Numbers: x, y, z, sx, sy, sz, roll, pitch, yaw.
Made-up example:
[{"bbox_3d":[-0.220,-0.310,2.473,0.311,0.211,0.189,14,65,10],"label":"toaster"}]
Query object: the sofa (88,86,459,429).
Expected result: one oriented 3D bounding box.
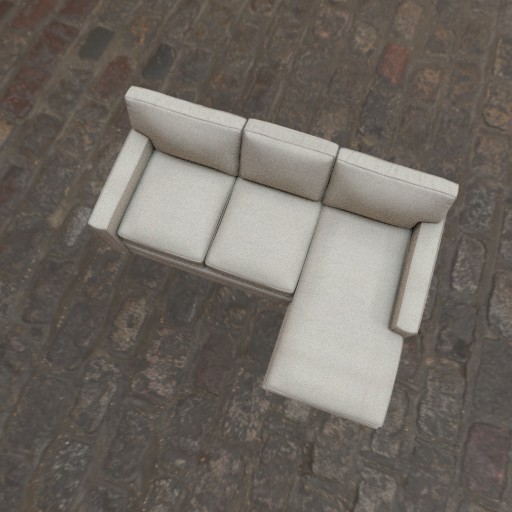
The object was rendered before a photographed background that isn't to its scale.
[{"bbox_3d":[0.000,0.000,2.792,2.087,0.861,1.496,18,75,5],"label":"sofa"}]
